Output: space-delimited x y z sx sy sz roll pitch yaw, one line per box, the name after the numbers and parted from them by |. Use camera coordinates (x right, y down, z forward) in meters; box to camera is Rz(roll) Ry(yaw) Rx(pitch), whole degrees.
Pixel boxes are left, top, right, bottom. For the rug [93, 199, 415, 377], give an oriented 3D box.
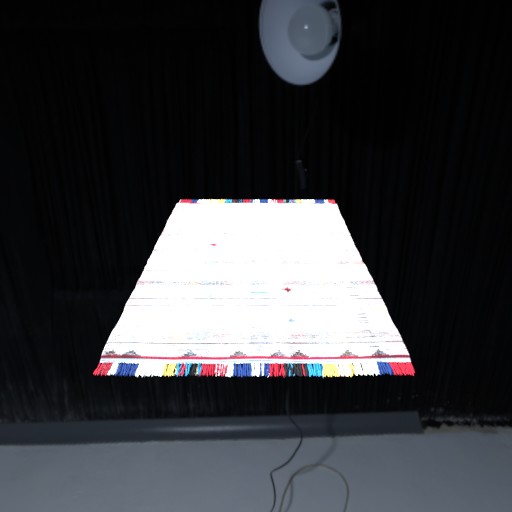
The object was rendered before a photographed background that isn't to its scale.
0.000 0.000 3.050 1.465 0.012 2.465 0 26 0 | rug
